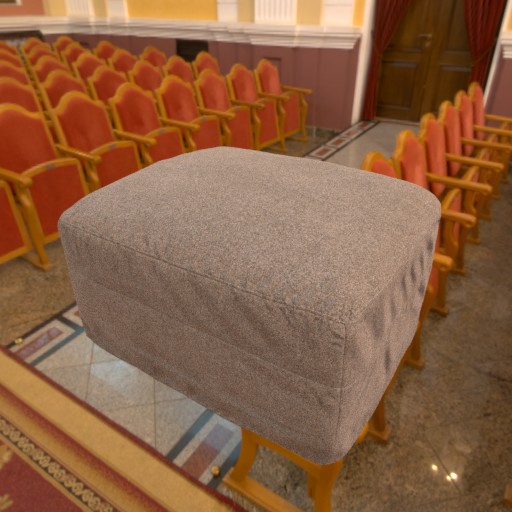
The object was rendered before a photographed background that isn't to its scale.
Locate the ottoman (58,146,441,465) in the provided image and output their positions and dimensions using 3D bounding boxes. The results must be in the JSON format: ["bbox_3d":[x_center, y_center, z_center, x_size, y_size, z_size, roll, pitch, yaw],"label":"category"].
[{"bbox_3d":[0.000,0.000,1.221,0.837,0.481,0.683,19,35,28],"label":"ottoman"}]
